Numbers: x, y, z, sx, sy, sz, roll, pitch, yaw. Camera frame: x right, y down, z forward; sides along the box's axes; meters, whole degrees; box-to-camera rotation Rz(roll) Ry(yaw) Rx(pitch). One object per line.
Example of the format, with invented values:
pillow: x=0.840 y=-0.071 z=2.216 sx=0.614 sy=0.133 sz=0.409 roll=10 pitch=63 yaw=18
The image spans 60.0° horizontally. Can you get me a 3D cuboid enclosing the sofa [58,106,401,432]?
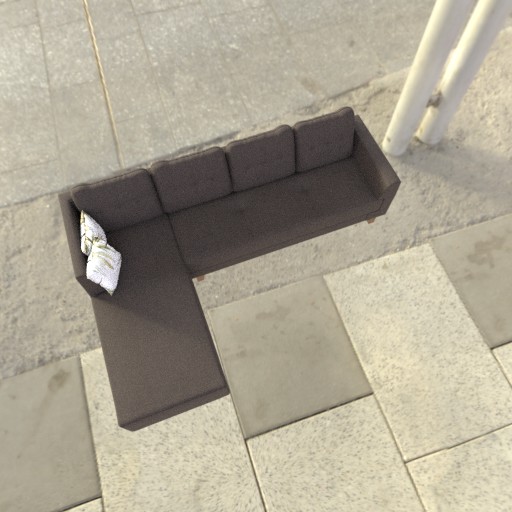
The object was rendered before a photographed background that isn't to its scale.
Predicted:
sofa: x=0.000 y=0.000 z=3.606 sx=2.679 sy=0.932 sz=1.829 roll=-19 pitch=65 yaw=-9
